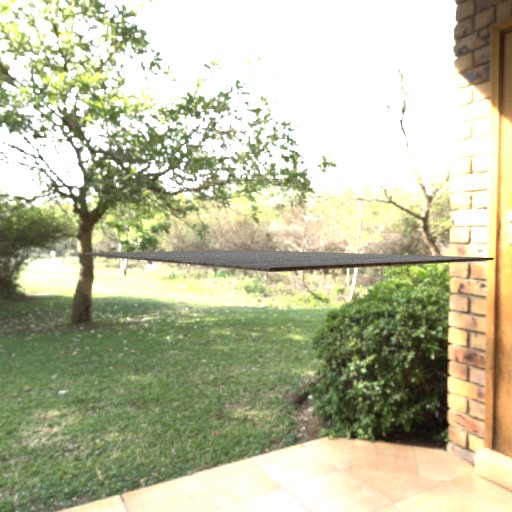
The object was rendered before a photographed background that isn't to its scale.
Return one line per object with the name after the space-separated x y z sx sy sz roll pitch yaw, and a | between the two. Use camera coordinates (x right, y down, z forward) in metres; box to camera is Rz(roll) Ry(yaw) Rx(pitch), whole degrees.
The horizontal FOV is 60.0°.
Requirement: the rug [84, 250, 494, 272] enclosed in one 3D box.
0.000 0.000 2.305 1.243 0.014 1.846 -1 2 -36 | rug
